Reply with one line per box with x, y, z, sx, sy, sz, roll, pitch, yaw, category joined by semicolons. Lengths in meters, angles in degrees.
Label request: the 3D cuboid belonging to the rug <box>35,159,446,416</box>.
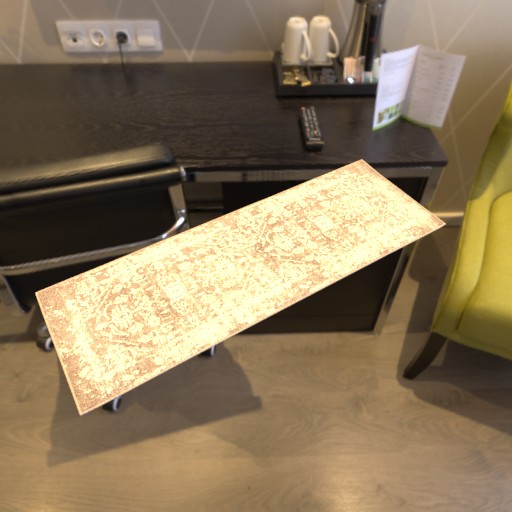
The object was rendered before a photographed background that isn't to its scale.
0.000;0.000;2.731;2.452;0.017;0.855;-25;52;-21;rug
